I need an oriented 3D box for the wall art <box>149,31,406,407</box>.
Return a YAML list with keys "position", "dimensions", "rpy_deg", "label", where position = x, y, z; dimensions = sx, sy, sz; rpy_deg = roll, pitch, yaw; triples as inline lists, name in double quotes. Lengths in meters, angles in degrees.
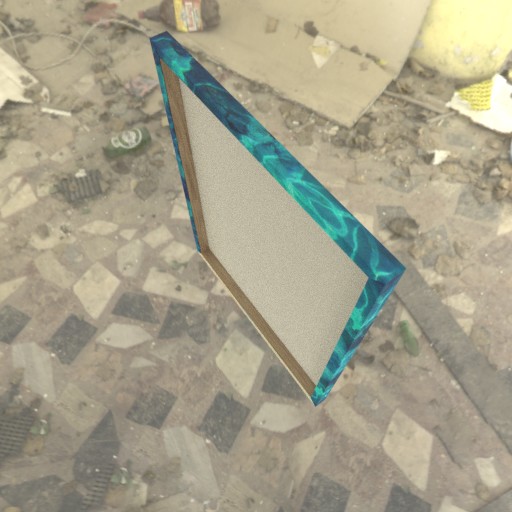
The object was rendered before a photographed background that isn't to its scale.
- position: [0.000, 0.000, 1.013]
  dimensions: [0.038, 0.760, 0.609]
  rpy_deg: [-32, 65, -17]
  label: "wall art"
